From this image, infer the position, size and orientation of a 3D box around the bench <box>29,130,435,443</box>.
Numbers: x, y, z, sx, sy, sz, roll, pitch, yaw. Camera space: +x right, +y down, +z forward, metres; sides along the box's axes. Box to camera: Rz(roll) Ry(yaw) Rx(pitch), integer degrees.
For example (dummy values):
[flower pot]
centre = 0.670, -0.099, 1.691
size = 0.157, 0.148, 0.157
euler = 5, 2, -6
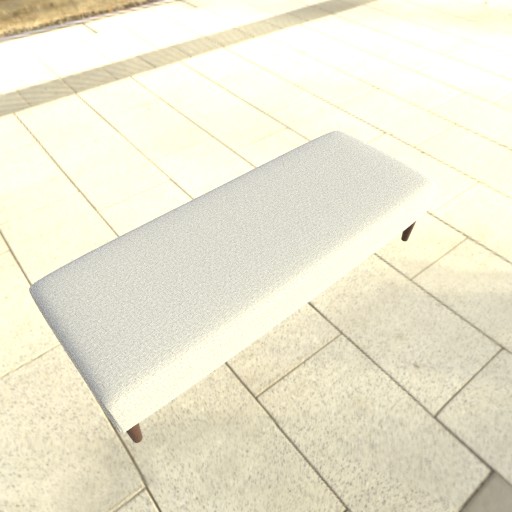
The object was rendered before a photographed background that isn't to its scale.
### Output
[bench]
centre = 0.000, 0.000, 1.848
size = 1.598, 0.383, 0.631
euler = -32, 54, -27
